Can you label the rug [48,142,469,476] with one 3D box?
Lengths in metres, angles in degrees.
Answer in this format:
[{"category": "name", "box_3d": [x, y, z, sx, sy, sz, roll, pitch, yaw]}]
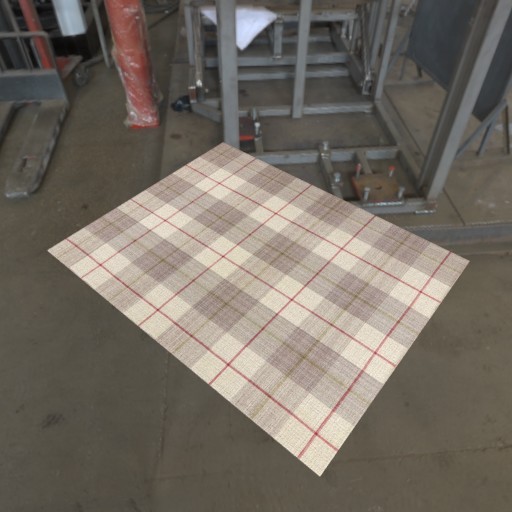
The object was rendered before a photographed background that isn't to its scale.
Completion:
[{"category": "rug", "box_3d": [0.000, 0.000, 3.948, 2.959, 0.016, 2.317, 31, 54, 26]}]
